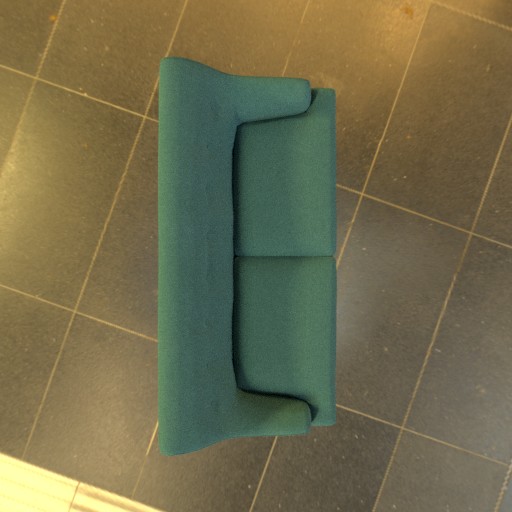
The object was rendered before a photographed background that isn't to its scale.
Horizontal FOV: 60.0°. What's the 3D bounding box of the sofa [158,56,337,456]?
[{"bbox_3d":[0.000,0.000,2.600,0.978,0.871,2.057,0,90,0],"label":"sofa"}]
